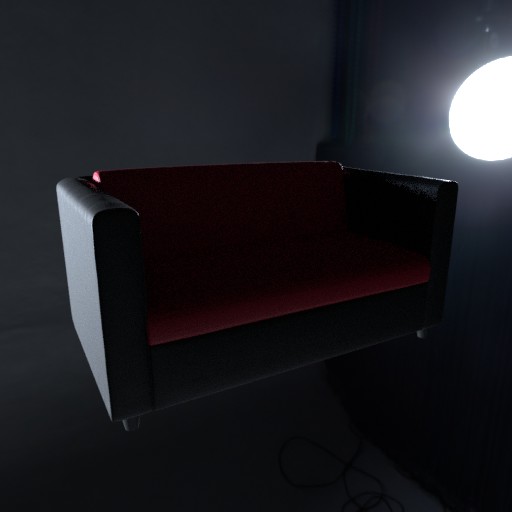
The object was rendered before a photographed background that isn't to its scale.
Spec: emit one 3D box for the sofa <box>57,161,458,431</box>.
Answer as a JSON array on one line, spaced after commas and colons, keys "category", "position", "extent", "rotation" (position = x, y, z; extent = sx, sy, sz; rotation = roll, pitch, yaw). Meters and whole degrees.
[{"category": "sofa", "position": [0.000, 0.000, 1.868], "extent": [1.410, 0.735, 0.845], "rotation": [-9, 18, -28]}]
